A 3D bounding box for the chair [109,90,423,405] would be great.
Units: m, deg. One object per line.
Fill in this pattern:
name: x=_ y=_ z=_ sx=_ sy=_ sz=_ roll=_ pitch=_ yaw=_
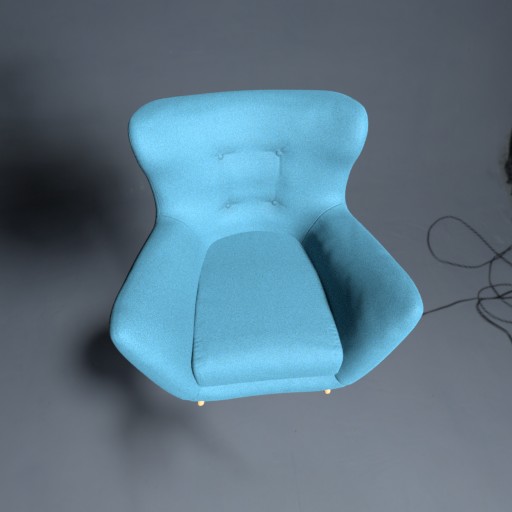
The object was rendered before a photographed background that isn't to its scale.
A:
chair: x=0.000 y=0.000 z=1.607 sx=0.890 sy=0.889 sz=0.889 roll=-4 pitch=48 yaw=-4
